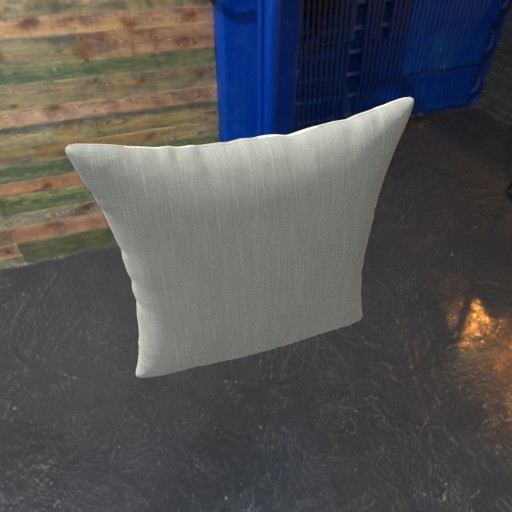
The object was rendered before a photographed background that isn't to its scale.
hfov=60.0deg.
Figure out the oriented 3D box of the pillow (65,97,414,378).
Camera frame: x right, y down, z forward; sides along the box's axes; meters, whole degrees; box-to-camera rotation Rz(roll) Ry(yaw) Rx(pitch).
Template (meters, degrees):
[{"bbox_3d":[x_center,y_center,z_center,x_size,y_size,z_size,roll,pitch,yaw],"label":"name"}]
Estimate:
[{"bbox_3d":[0.000,0.000,0.787,0.511,0.509,0.161,-12,43,-14],"label":"pillow"}]
